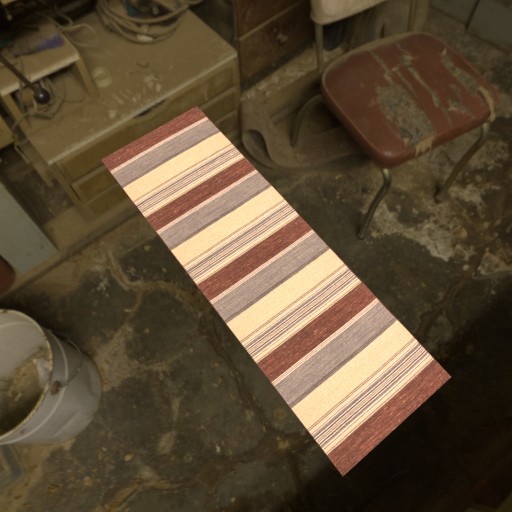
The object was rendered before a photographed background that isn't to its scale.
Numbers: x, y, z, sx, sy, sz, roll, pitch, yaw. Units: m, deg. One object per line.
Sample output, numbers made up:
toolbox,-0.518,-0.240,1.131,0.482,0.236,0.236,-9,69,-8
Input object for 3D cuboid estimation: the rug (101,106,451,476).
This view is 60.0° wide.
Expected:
rug,0.000,0.000,2.712,0.792,0.006,2.437,-35,69,-15
